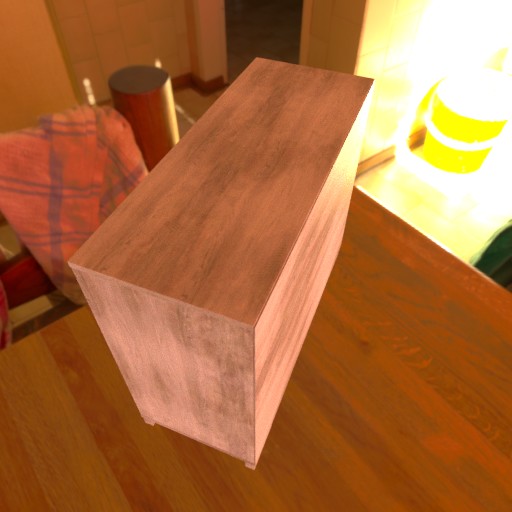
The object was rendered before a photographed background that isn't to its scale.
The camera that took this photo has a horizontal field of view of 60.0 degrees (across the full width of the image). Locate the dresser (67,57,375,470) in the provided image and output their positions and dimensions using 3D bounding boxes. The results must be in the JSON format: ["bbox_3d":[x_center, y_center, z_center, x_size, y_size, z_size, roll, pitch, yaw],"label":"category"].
[{"bbox_3d":[0.000,0.000,1.439,0.404,0.816,0.994,17,50,15],"label":"dresser"}]
